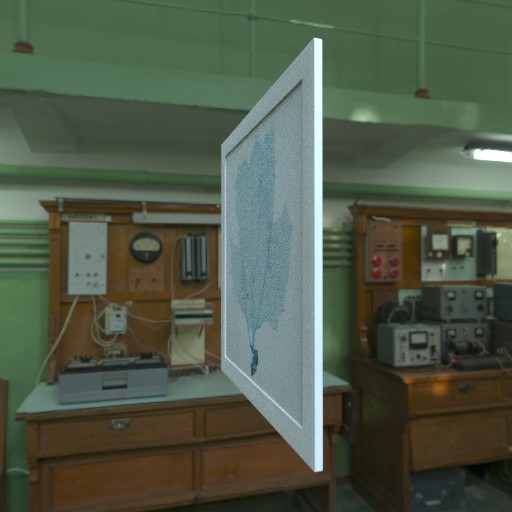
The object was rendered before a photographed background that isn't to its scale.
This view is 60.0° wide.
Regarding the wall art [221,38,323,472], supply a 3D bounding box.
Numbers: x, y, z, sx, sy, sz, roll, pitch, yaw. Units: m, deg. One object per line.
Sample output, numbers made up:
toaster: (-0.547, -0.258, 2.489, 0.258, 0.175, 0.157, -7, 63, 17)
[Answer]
wall art: (0.000, 0.000, 0.876, 0.013, 0.584, 0.584, 0, -1, -17)
